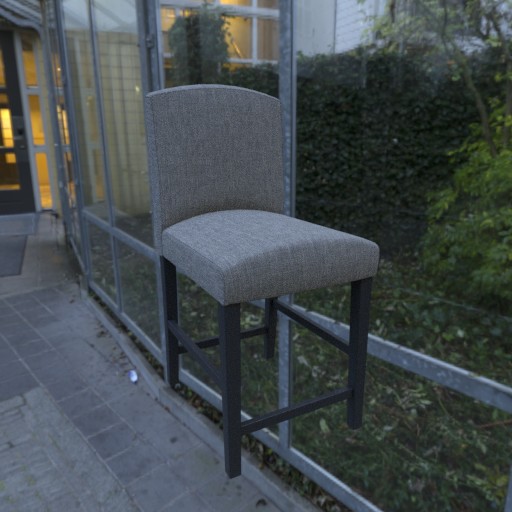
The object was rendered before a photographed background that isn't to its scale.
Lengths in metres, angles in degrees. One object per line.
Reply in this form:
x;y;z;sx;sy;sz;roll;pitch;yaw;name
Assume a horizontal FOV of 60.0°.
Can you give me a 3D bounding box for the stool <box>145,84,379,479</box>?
0.000;0.000;1.271;0.451;0.966;0.552;-8;17;-28;stool
